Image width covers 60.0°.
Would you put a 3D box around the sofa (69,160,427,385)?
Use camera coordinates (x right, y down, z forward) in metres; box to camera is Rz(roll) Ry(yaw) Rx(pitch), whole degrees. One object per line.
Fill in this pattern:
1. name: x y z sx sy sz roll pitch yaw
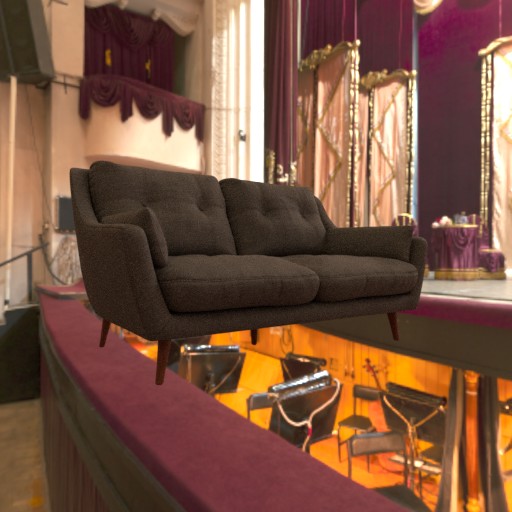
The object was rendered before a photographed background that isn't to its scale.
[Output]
1. sofa: 0.000 0.000 2.200 1.646 0.887 0.976 0 0 -37
